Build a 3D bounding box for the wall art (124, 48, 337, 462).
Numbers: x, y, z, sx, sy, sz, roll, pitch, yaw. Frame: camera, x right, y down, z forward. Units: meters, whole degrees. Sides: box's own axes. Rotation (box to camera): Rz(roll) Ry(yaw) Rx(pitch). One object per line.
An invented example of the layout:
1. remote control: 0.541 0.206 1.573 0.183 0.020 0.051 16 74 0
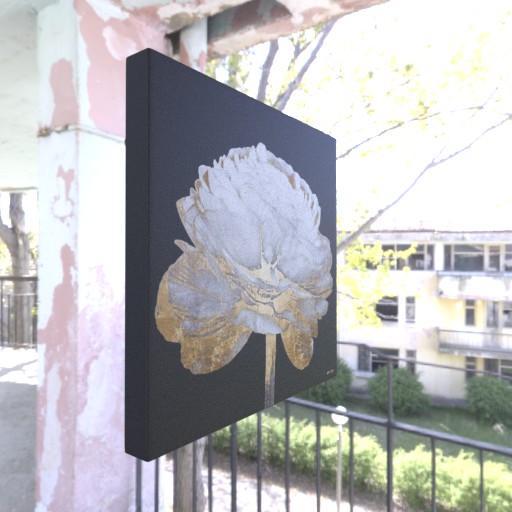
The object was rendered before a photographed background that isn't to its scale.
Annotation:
1. wall art: 0.000 0.000 0.605 0.041 0.407 0.406 -1 -1 37
